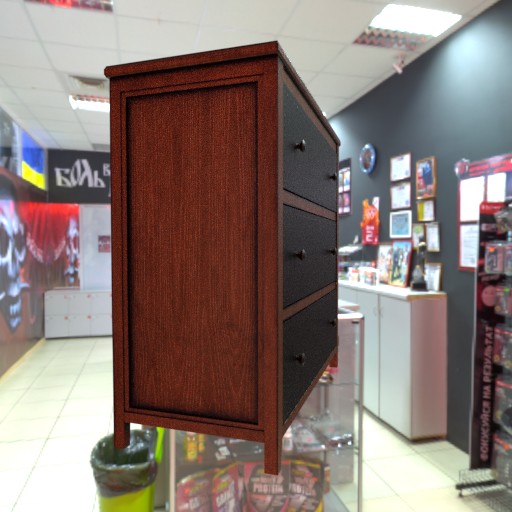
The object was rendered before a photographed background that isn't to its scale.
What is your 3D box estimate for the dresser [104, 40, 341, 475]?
[{"bbox_3d":[0.000,0.000,1.909,0.591,1.224,1.250,1,2,19],"label":"dresser"}]
